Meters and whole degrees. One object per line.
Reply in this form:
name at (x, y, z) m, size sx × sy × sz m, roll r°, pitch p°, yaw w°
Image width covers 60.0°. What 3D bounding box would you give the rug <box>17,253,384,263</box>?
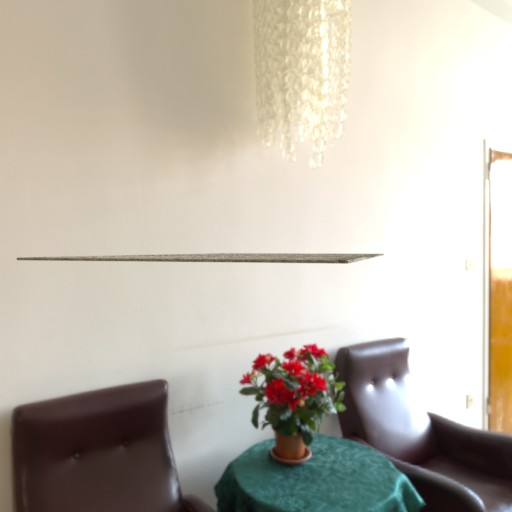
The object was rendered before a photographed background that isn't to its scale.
rug at (0.000, 0.000, 4.646) m, size 2.393 × 0.019 × 3.824 m, roll 0°, pitch 1°, yaw 19°
